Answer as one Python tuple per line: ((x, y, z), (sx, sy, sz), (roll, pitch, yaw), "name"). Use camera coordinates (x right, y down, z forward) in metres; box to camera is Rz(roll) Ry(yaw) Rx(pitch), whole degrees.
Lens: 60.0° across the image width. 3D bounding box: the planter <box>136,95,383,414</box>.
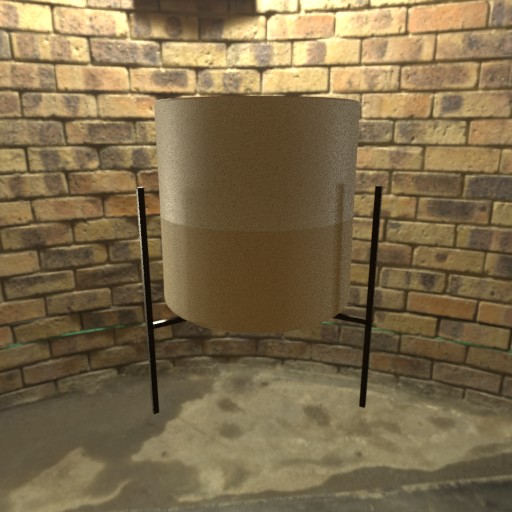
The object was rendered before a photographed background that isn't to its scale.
((0.000, 0.000, 0.548), (0.267, 0.362, 0.263), (-15, 22, -43), "planter")
